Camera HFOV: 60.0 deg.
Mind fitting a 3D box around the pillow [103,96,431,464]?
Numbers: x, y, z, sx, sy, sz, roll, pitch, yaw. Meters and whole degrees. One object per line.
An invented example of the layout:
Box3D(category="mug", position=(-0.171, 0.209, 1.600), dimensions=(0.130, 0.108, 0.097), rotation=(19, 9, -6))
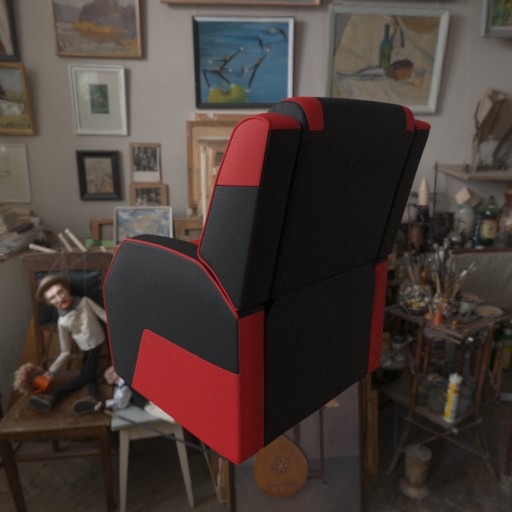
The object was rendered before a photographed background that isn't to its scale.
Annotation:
Box3D(category="pillow", position=(0.000, 0.000, 1.246), dimensions=(0.672, 0.805, 0.620), rotation=(15, 22, 43))
